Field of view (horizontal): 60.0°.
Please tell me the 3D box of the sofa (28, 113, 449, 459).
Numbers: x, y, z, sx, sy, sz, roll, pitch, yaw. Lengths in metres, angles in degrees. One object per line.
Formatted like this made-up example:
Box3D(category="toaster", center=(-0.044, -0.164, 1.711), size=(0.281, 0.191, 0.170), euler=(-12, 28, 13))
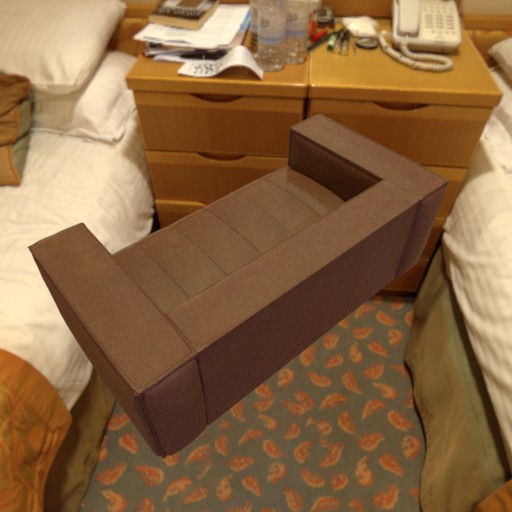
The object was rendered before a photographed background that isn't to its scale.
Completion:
Box3D(category="sofa", center=(0.000, 0.000, 2.582), size=(2.088, 0.703, 1.102), euler=(-31, 53, -27))
